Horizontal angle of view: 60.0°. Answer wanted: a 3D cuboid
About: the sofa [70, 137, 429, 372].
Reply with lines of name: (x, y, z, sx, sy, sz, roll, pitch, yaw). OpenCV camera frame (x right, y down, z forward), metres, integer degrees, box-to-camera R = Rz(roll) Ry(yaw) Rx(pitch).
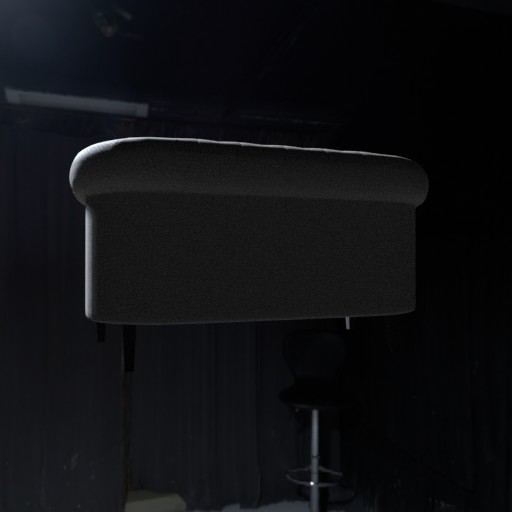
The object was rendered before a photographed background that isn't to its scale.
sofa: (0.000, 0.000, 1.984, 1.558, 0.827, 0.835, 0, 0, -17)
